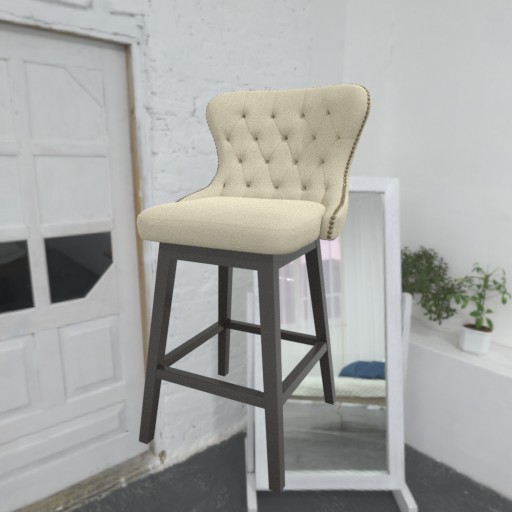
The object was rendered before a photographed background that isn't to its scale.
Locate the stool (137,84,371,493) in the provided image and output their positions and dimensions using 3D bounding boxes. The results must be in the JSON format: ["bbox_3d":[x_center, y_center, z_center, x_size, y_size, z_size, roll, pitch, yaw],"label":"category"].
[{"bbox_3d":[0.000,0.000,1.273,0.528,0.971,0.593,7,15,26],"label":"stool"}]
